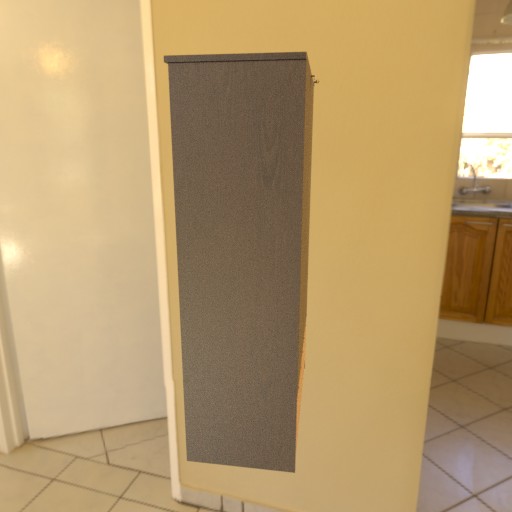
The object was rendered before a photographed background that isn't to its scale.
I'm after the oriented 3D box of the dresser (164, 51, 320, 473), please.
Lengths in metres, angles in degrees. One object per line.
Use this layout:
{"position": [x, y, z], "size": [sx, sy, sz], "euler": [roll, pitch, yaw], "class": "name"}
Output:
{"position": [0.000, 0.000, 1.627], "size": [0.418, 1.254, 0.704], "euler": [2, 15, 8], "class": "dresser"}
